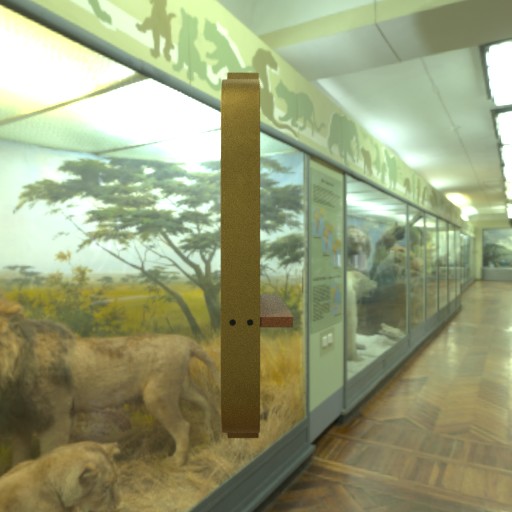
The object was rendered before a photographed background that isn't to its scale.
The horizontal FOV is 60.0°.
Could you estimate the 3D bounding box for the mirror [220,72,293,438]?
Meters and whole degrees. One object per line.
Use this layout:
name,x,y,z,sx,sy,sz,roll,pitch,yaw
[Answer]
mirror,0.000,0.000,0.743,0.096,0.613,0.323,0,1,0
